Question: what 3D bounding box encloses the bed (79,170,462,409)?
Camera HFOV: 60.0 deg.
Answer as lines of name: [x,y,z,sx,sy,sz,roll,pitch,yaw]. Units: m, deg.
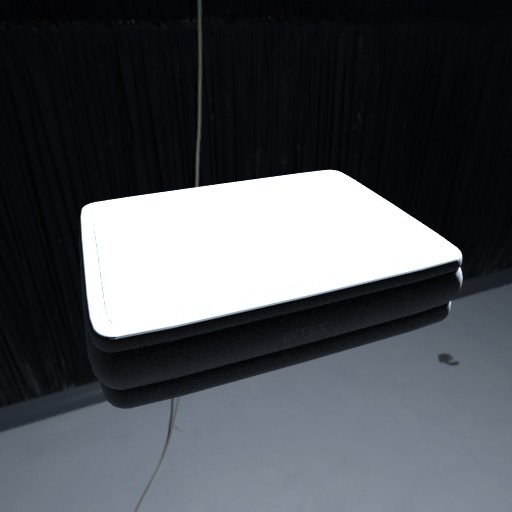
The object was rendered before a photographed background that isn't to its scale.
bed: [0.000,0.000,2.742,2.036,0.460,1.520,-11,33,-18]
